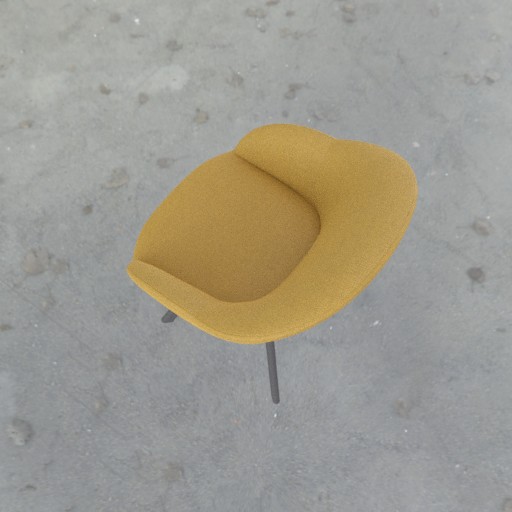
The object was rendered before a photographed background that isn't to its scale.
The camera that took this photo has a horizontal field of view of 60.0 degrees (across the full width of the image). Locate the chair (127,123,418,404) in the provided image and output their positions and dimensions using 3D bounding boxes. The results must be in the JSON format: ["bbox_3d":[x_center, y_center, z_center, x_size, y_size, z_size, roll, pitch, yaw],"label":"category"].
[{"bbox_3d":[0.000,0.000,1.174,0.583,0.793,0.551,32,69,14],"label":"chair"}]
